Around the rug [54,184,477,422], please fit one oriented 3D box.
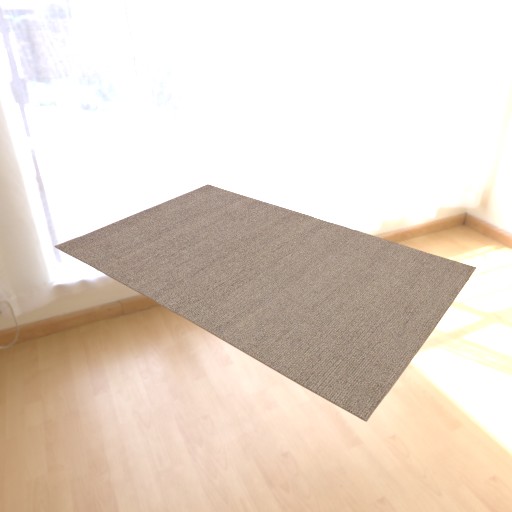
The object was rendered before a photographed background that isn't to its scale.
[{"bbox_3d":[0.000,0.000,2.214,1.792,0.021,1.154,22,36,33],"label":"rug"}]
